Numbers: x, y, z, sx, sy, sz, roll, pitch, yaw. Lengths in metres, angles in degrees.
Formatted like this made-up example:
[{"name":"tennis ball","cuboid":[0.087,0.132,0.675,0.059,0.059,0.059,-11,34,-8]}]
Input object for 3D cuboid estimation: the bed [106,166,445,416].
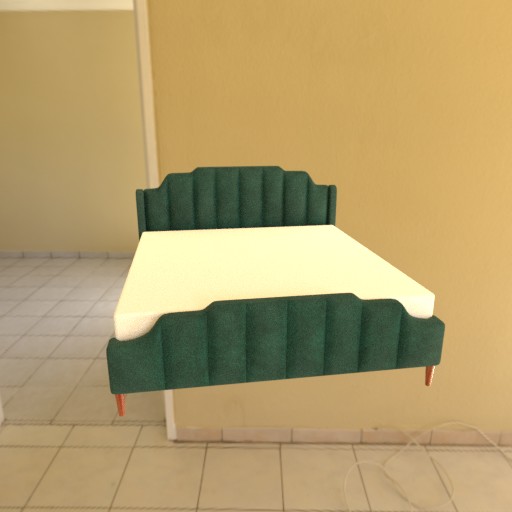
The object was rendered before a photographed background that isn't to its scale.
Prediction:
[{"name":"bed","cuboid":[0.000,0.000,3.658,2.074,1.245,2.340,-3,17,-9]}]
